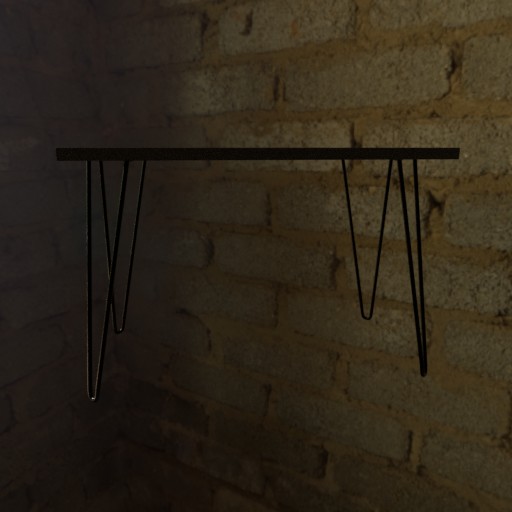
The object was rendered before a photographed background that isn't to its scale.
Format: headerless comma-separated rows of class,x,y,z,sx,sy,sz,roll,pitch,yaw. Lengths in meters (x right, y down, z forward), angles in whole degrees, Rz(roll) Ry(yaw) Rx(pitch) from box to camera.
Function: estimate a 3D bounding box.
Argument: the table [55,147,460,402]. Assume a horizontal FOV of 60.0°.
table,0.000,0.000,1.391,0.991,0.660,0.499,-2,14,-8
